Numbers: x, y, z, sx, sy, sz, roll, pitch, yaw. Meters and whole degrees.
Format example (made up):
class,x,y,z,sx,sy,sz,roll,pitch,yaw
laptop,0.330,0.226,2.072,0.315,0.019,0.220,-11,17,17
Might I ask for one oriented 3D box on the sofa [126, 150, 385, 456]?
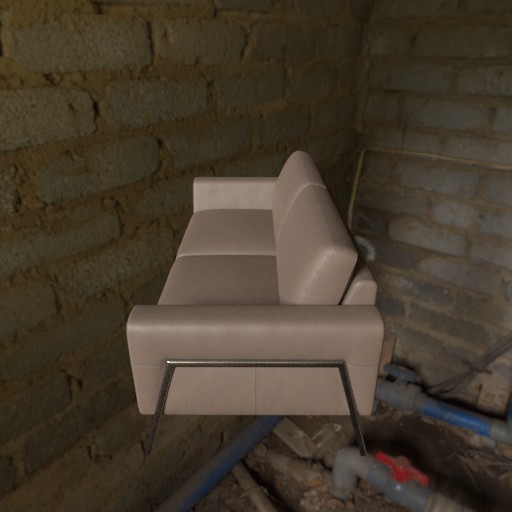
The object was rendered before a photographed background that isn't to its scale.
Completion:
class,x,y,z,sx,sy,sz,roll,pitch,yaw
sofa,0.000,0.000,2.560,0.953,0.875,2.017,0,25,0
